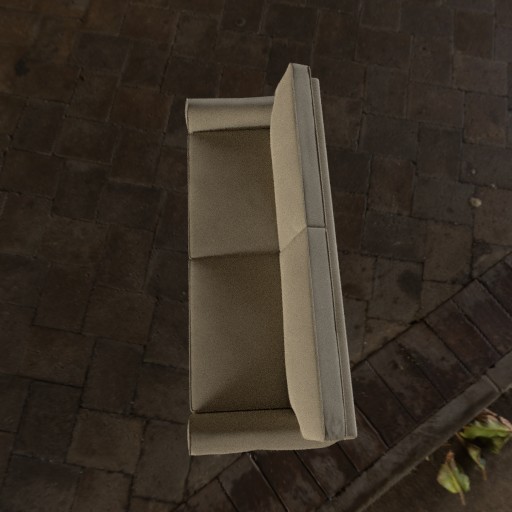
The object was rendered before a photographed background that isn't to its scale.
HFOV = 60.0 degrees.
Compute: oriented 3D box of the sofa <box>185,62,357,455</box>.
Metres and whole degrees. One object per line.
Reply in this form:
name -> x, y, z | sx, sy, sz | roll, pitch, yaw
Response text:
sofa -> 0.000, 0.000, 2.766 | 0.900, 1.014, 2.246 | -3, 73, -1
